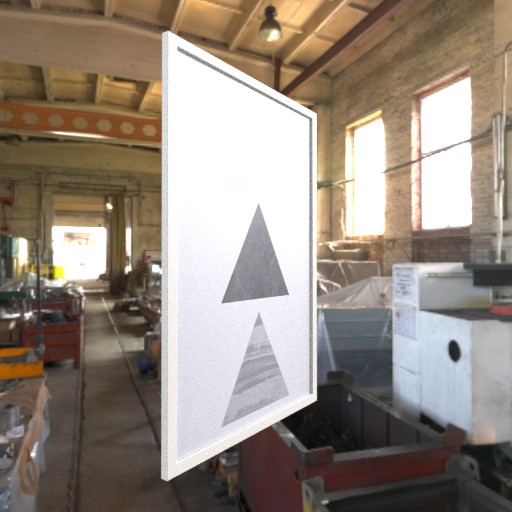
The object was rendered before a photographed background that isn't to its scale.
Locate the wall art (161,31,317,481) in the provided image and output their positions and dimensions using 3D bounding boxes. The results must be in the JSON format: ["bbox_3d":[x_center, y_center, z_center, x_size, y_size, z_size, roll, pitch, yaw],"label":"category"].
[{"bbox_3d":[0.000,0.000,0.833,0.013,0.656,0.456,0,-1,36],"label":"wall art"}]
